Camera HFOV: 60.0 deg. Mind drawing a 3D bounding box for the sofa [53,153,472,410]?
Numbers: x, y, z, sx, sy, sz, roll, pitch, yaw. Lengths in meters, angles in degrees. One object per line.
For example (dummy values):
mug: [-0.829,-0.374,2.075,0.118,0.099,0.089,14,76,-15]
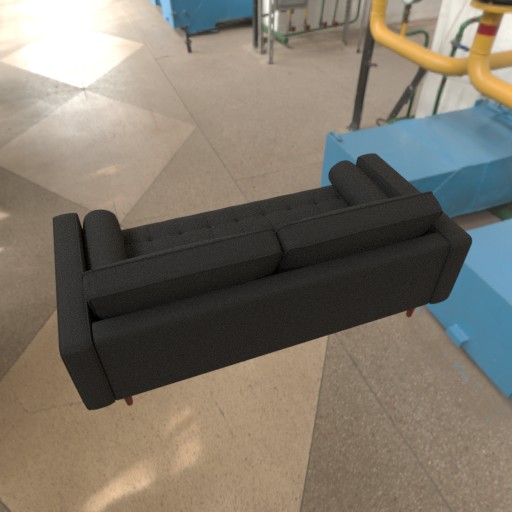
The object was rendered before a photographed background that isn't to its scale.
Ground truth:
sofa: [0.000,0.000,2.292,1.875,0.759,0.914,-14,44,-15]
